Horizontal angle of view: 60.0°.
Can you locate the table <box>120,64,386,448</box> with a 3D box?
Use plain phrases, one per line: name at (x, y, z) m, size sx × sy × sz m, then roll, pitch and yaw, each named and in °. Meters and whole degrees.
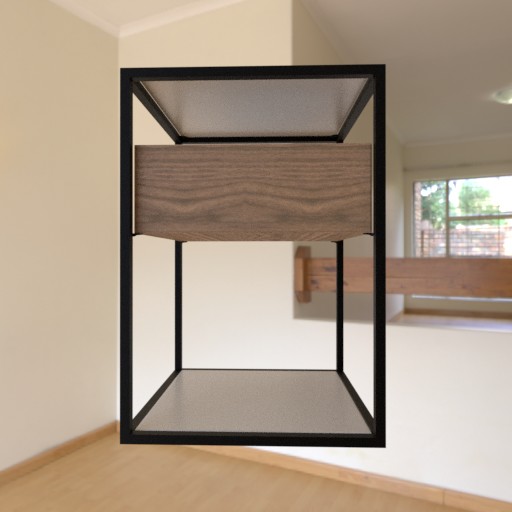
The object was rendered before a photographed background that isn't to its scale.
table at (0.000, 0.000, 0.818) m, size 0.378 × 0.540 × 0.378 m, roll 0°, pitch 0°, yaw 2°
